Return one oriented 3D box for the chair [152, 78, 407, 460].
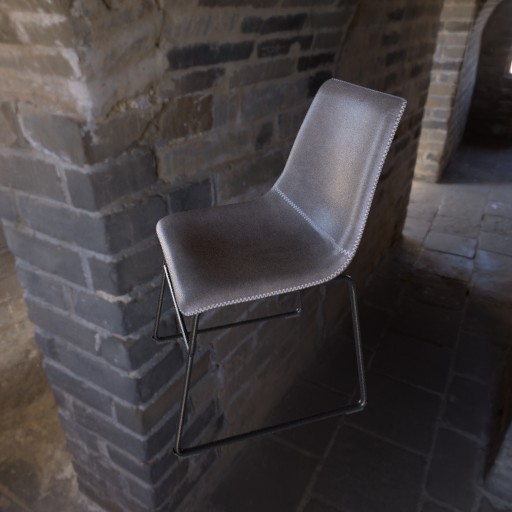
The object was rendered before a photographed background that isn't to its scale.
[{"bbox_3d":[0.000,0.000,1.114,0.550,0.780,0.460,-9,30,-16],"label":"chair"}]
